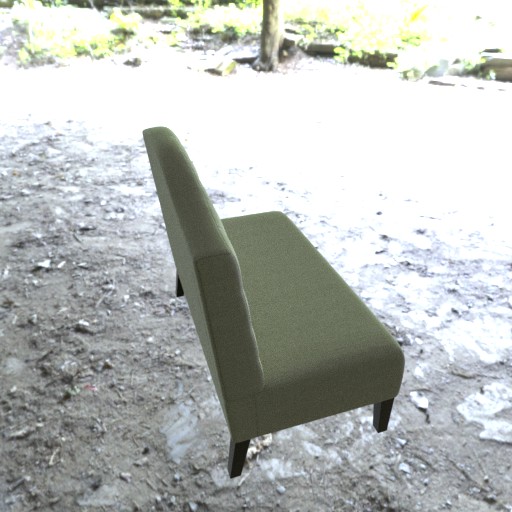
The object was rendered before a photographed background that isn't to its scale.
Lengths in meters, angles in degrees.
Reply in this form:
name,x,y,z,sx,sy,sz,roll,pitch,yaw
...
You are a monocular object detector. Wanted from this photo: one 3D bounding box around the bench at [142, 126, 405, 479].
name,x,y,z,sx,sy,sz,roll,pitch,yaw
bench,0.000,0.000,2.043,0.815,1.180,1.335,-10,33,-16
